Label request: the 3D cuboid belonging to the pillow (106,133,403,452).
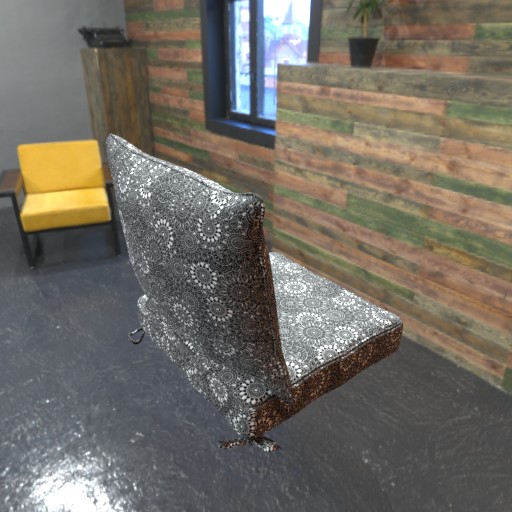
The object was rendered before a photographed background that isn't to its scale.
[{"bbox_3d":[0.000,0.000,1.405,0.740,0.722,0.798,-19,32,-33],"label":"pillow"}]
